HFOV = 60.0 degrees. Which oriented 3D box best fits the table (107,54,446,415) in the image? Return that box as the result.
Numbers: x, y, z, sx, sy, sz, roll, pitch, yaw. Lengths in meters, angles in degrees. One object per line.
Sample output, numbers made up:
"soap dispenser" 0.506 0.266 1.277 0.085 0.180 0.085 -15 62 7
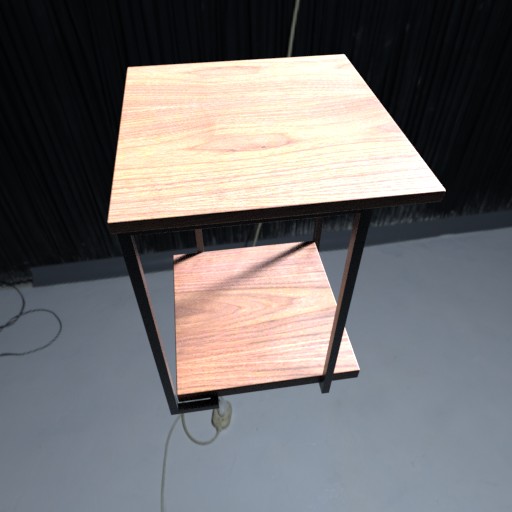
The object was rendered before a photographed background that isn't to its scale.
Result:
"table" 0.000 0.000 0.837 0.384 0.567 0.411 -6 46 -6
